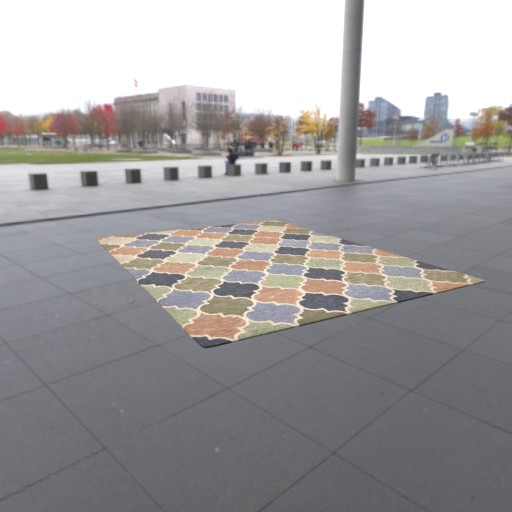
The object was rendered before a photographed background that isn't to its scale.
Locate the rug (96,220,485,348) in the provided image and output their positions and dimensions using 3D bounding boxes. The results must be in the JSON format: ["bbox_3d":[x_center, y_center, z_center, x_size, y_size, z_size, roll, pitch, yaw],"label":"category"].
[{"bbox_3d":[0.000,0.000,4.322,2.439,0.013,3.200,-8,17,-28],"label":"rug"}]
